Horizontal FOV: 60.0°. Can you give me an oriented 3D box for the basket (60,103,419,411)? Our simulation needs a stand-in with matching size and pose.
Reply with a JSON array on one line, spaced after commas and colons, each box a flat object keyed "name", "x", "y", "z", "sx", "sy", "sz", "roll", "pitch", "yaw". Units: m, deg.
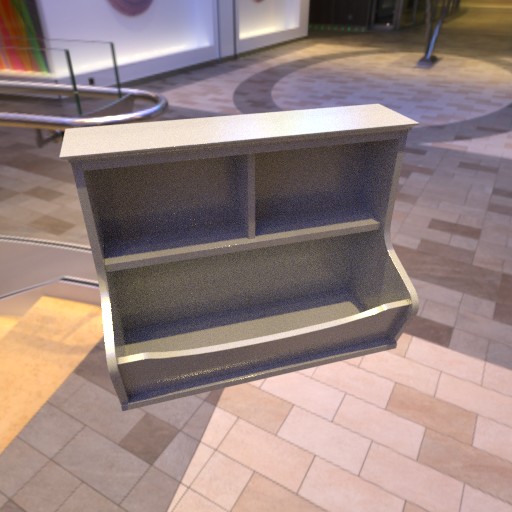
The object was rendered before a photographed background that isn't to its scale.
[{"name": "basket", "x": 0.000, "y": 0.000, "z": 1.101, "sx": 0.780, "sy": 0.600, "sz": 0.350, "roll": -9, "pitch": 34, "yaw": -14}]
